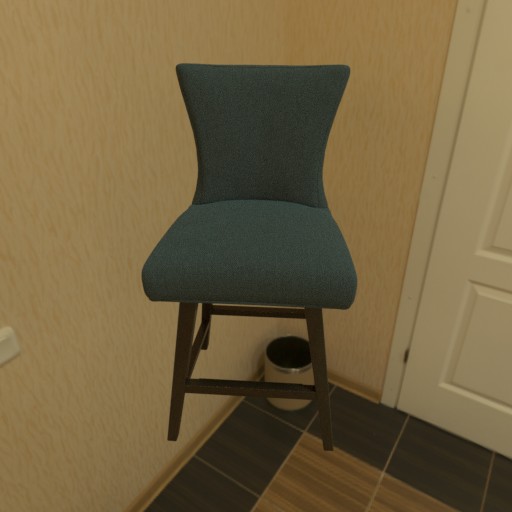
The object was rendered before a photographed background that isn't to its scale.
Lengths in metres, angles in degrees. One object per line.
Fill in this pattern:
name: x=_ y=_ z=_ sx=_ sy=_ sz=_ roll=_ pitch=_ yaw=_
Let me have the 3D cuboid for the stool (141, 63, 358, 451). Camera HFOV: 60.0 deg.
stool: x=0.000 y=0.000 z=1.308 sx=0.514 sy=1.000 sz=0.574 roll=2 pitch=30 yaw=4
